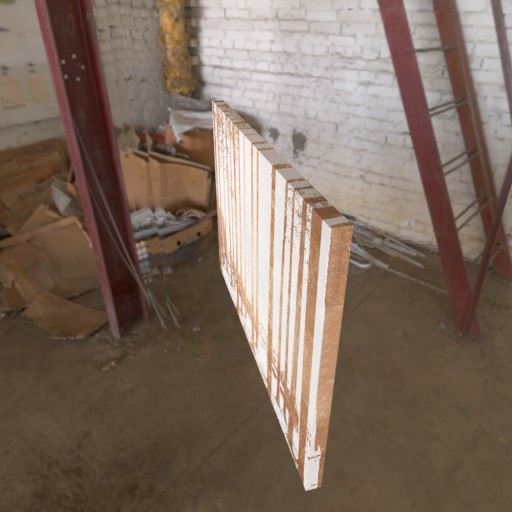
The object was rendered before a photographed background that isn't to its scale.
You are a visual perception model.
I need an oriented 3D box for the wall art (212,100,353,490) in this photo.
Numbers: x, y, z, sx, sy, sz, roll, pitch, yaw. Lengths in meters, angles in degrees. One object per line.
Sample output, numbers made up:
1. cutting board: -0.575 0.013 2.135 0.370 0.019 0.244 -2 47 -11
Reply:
1. wall art: 0.000 0.000 1.151 0.035 0.609 0.914 -8 31 -13
